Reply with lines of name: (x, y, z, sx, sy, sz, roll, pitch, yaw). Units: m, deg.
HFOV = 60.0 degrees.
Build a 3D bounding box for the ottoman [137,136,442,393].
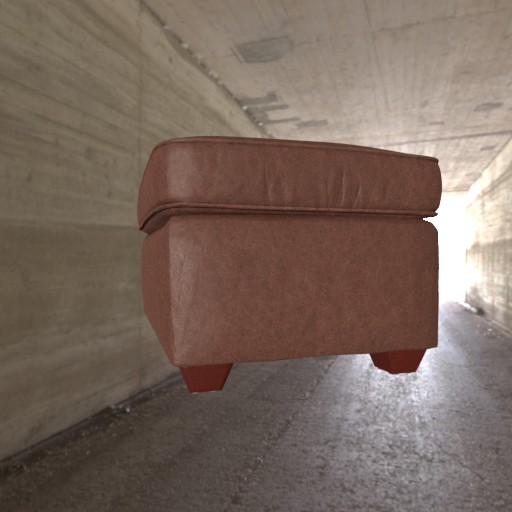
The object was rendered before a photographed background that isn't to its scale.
ottoman: (0.000, 0.000, 1.099, 0.548, 0.449, 0.749, 0, 0, -18)
